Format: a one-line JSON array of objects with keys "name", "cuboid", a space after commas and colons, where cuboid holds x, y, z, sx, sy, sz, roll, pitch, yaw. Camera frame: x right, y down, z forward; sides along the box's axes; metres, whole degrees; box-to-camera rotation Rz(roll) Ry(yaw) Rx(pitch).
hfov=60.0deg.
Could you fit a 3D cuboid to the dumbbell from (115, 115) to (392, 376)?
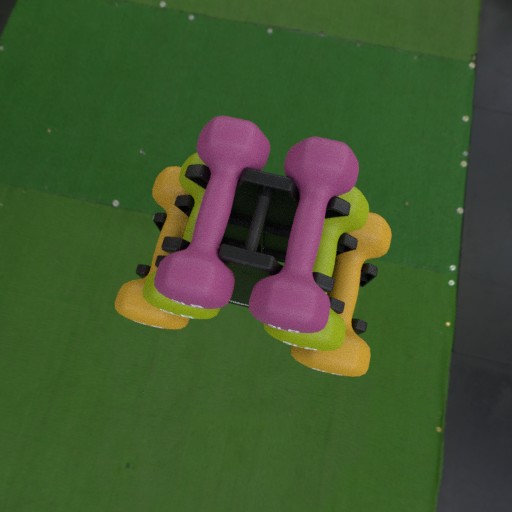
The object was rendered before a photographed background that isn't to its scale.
[{"name": "dumbbell", "cuboid": [0.000, 0.000, 0.467, 0.300, 0.271, 0.190, 14, 75, 4]}]
